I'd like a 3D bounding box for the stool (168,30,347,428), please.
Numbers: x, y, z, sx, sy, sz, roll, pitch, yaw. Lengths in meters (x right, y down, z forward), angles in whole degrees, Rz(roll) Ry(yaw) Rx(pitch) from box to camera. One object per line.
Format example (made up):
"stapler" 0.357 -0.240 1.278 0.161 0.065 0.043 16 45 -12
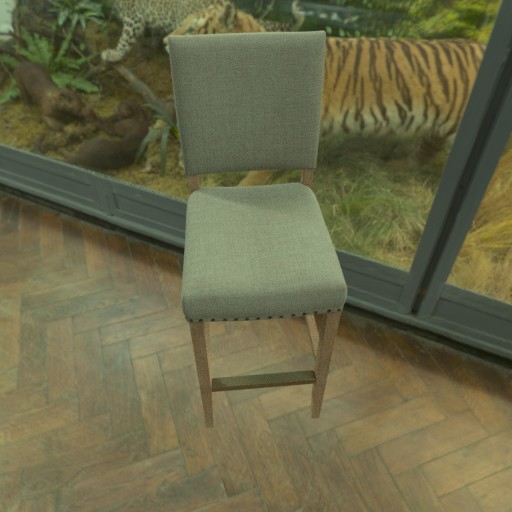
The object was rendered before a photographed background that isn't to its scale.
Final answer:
"stool" 0.000 0.000 1.445 0.445 1.203 0.585 -4 44 -4
